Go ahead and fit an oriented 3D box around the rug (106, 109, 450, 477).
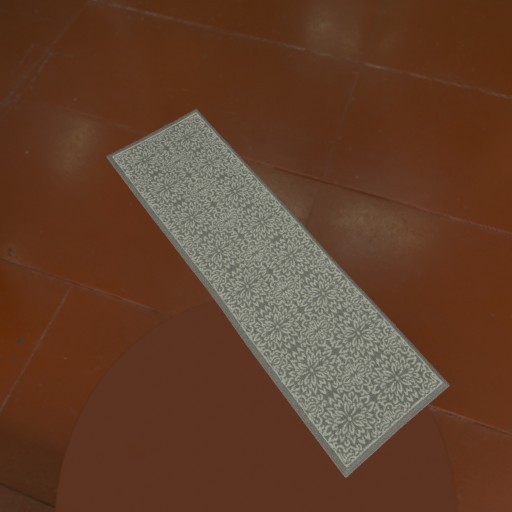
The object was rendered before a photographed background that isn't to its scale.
[{"bbox_3d":[0.000,0.000,2.409,0.662,0.011,2.196,-33,68,-16],"label":"rug"}]
